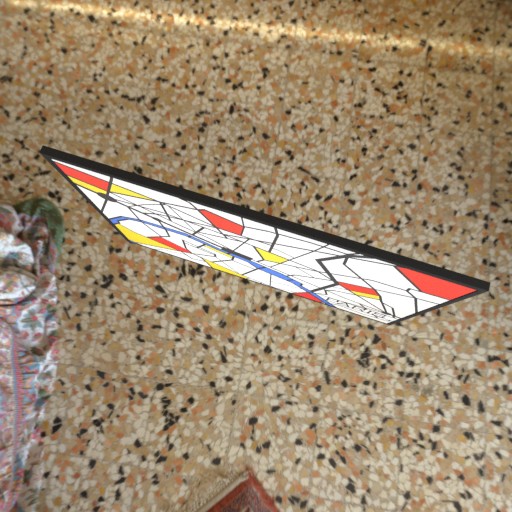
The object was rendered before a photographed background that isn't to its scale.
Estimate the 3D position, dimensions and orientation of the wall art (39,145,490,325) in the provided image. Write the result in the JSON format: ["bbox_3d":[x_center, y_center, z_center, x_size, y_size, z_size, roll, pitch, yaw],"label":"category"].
[{"bbox_3d":[0.000,0.000,0.847,0.664,0.458,0.013,18,76,4],"label":"wall art"}]
